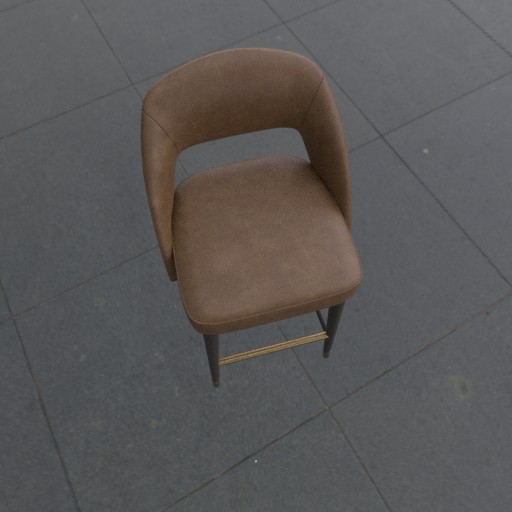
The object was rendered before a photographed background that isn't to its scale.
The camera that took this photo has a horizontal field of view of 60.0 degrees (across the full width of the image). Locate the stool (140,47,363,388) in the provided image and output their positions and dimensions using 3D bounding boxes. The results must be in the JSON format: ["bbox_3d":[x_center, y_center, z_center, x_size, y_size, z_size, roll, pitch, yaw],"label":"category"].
[{"bbox_3d":[0.000,0.000,1.304,0.494,1.037,0.509,-13,66,-6],"label":"stool"}]
